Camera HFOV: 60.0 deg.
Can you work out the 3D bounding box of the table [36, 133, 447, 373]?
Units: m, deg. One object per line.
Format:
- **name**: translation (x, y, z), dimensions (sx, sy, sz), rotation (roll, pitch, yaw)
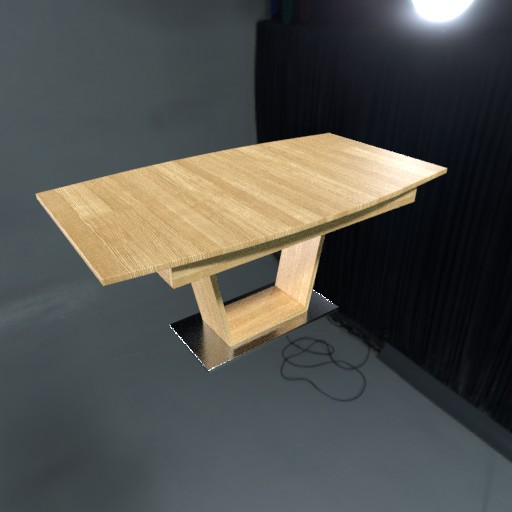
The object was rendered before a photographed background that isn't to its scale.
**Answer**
- **table**: translation (0.000, 0.000, 2.078), dimensions (1.598, 0.748, 0.900), rotation (-20, 35, -30)
